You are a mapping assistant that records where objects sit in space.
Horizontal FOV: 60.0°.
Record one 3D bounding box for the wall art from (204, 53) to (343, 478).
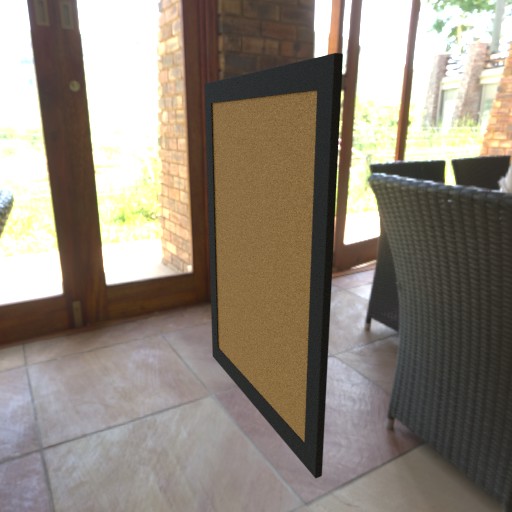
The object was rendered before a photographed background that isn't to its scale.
[{"bbox_3d":[0.000,0.000,0.687,0.012,0.529,0.374,-8,18,-26],"label":"wall art"}]
